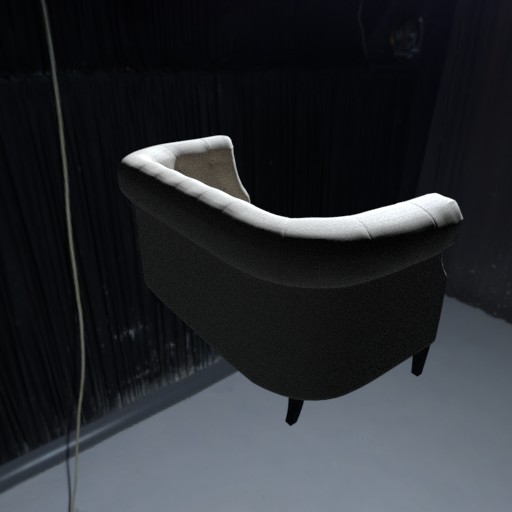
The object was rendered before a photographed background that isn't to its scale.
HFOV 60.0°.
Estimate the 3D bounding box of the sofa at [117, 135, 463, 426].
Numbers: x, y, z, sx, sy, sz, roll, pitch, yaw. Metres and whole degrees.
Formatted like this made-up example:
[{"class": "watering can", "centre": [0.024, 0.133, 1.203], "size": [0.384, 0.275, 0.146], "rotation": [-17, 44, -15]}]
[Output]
[{"class": "sofa", "centre": [0.000, 0.000, 2.025], "size": [0.835, 0.827, 1.558], "rotation": [-18, 31, -33]}]
